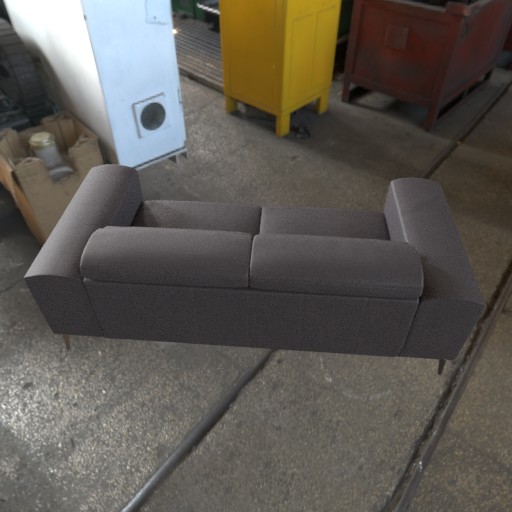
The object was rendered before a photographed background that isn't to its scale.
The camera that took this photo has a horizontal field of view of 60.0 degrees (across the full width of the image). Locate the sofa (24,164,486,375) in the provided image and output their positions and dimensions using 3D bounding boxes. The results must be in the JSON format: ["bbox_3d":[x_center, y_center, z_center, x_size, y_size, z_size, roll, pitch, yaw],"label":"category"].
[{"bbox_3d":[0.000,0.000,2.722,2.330,0.814,1.048,3,44,3],"label":"sofa"}]
